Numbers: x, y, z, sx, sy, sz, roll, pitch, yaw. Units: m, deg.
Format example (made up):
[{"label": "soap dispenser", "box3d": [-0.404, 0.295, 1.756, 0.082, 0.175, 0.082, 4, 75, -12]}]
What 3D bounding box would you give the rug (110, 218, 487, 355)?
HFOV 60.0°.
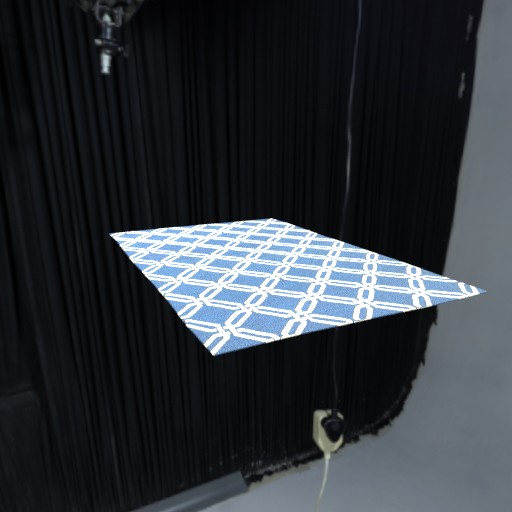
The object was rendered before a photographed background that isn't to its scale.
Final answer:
[{"label": "rug", "box3d": [0.000, 0.000, 2.226, 1.153, 0.010, 1.755, -8, 17, -26]}]
